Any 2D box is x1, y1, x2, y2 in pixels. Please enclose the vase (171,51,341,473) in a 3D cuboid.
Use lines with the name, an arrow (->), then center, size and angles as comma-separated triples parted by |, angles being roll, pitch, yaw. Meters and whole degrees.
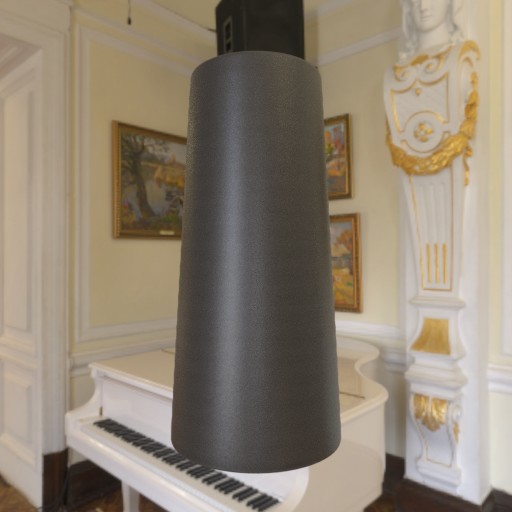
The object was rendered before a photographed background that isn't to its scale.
vase -> 0.000, 0.000, 0.362 | 0.136, 0.289, 0.136 | 0, 0, -35
